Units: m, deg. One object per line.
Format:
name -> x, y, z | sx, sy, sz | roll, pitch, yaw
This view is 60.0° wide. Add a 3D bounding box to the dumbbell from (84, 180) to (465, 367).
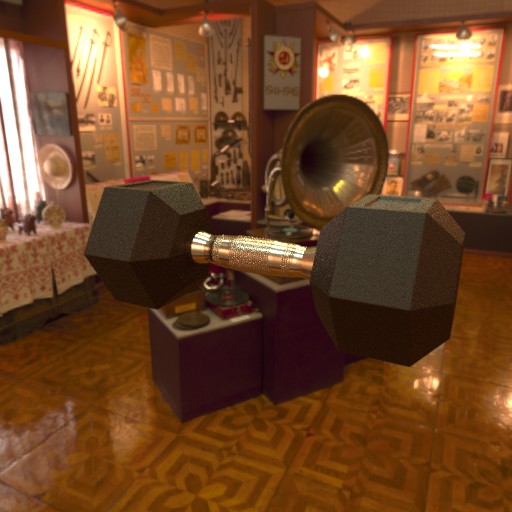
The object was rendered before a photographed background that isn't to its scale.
dumbbell -> 0.000, 0.000, 0.426 | 0.356, 0.123, 0.141 | 8, 18, 26
